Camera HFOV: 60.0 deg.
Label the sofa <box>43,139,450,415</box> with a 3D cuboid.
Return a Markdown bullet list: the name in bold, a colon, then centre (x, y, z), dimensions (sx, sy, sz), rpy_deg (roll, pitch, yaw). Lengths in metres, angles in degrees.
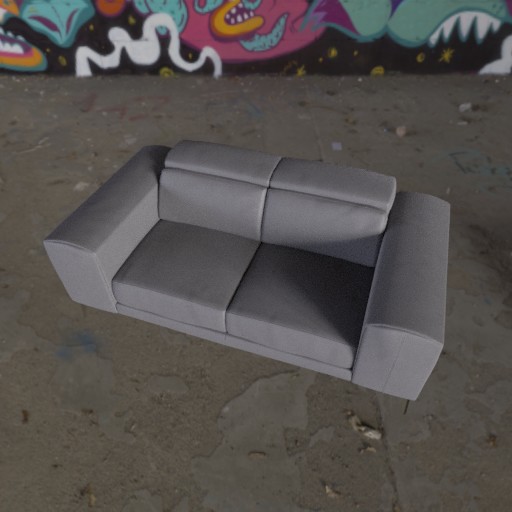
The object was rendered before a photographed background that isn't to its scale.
- **sofa**: centre (0.000, 0.000, 2.418), dimensions (1.895, 0.779, 1.003), rpy_deg (13, 44, 14)
